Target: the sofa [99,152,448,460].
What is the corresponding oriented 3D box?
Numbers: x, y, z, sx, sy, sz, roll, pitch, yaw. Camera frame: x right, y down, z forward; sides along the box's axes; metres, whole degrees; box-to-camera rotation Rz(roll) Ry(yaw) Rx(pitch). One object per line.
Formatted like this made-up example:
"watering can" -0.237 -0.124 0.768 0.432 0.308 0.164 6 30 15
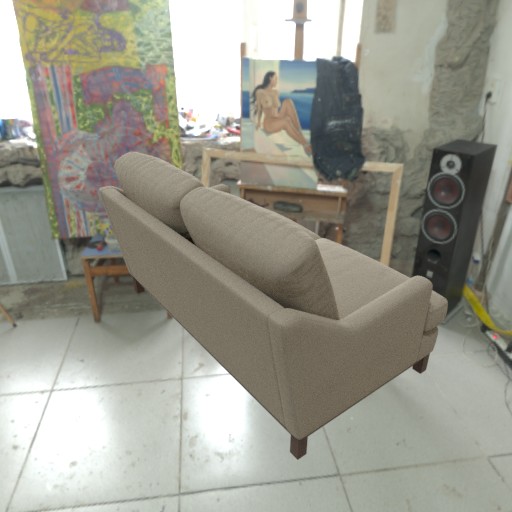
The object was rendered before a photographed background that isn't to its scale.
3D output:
"sofa" 0.000 0.000 2.272 1.004 0.910 1.619 -19 33 -32
